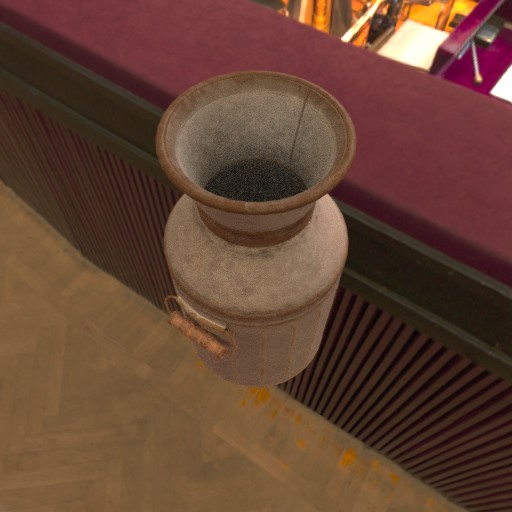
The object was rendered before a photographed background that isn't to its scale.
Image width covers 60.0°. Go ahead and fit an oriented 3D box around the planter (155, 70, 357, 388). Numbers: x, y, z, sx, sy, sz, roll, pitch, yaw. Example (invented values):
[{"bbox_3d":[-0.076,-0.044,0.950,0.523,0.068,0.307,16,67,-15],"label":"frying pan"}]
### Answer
[{"bbox_3d":[0.000,0.000,0.543,0.214,0.396,0.245,31,63,18],"label":"planter"}]
